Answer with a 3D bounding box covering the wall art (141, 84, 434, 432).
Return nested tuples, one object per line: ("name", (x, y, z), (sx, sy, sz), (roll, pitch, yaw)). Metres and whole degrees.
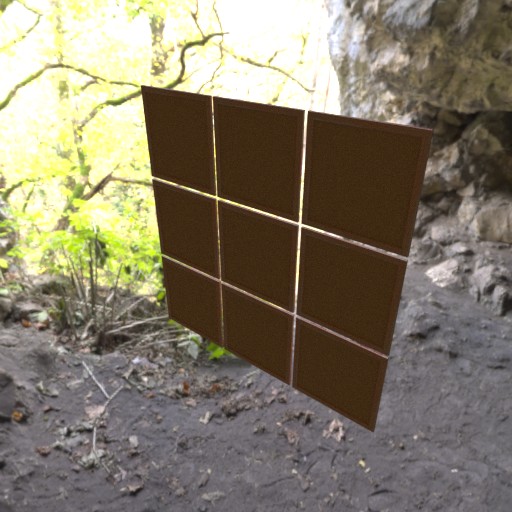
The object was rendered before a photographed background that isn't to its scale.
("wall art", (0.000, 0.000, 2.281), (1.521, 1.519, 0.013), (21, 36, 32))
